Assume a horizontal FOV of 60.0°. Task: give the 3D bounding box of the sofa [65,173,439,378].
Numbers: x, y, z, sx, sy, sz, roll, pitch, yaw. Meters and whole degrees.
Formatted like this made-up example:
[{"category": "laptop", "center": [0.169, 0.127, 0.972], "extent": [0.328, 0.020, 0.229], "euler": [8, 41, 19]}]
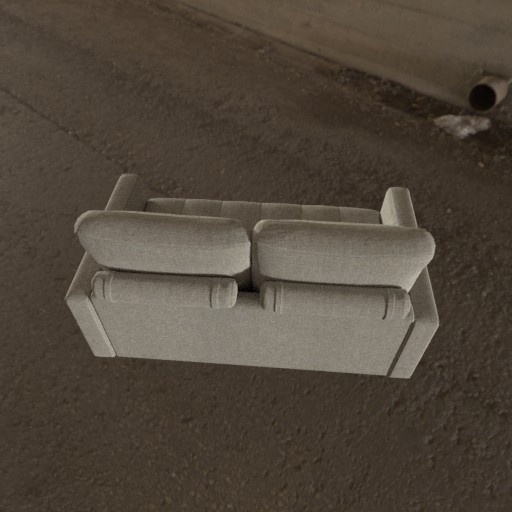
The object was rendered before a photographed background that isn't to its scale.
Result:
[{"category": "sofa", "center": [0.000, 0.000, 1.981], "extent": [1.407, 0.907, 0.842], "euler": [3, 48, 3]}]
